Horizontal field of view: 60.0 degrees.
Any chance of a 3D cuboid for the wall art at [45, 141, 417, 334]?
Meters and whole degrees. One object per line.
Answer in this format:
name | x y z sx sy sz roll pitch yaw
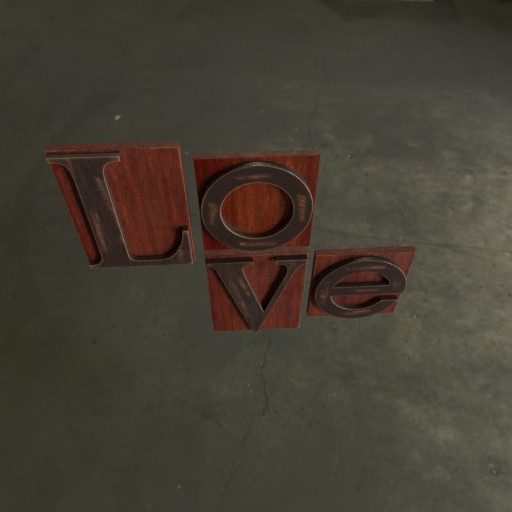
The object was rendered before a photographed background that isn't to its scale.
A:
wall art | 0.000 0.000 0.857 0.635 0.497 0.030 -2 46 -2
